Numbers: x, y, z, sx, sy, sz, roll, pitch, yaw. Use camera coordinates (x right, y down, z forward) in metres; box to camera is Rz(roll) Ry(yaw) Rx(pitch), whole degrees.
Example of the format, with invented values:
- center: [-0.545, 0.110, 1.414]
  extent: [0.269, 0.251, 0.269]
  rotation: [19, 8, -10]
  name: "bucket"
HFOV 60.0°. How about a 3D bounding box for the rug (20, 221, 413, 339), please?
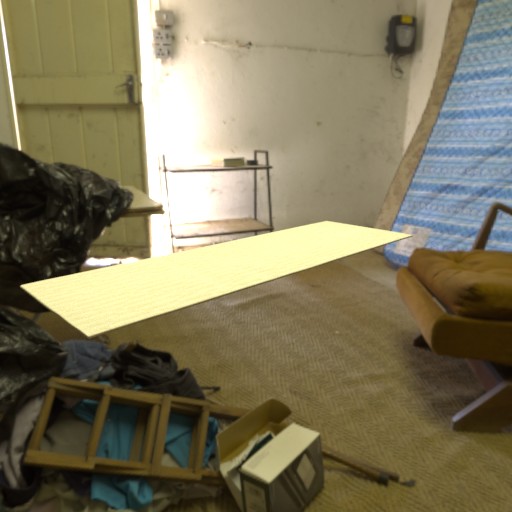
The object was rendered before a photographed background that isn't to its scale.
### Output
- center: [0.000, 0.000, 2.696]
  extent: [2.450, 0.014, 0.793]
  rotation: [-14, 21, -42]
  name: "rug"
